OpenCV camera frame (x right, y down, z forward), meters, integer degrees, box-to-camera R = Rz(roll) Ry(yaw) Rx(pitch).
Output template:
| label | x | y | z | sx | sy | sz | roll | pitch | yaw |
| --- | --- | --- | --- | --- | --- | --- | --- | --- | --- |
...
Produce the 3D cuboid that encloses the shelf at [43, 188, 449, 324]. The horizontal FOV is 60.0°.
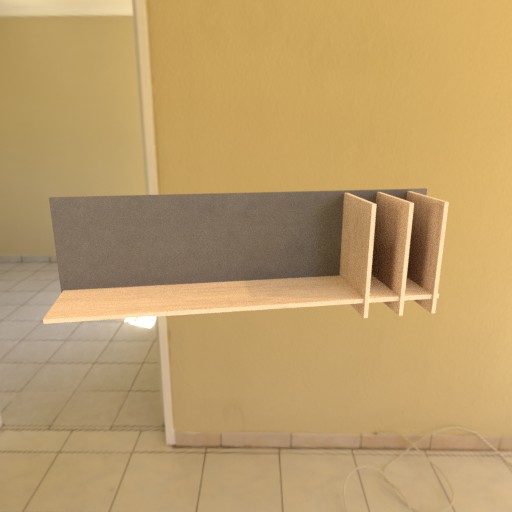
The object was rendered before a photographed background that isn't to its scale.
| label | x | y | z | sx | sy | sz | roll | pitch | yaw |
| --- | --- | --- | --- | --- | --- | --- | --- | --- | --- |
| shelf | 0.000 | 0.000 | 1.145 | 1.020 | 0.300 | 0.200 | -3 | 17 | -9 |
